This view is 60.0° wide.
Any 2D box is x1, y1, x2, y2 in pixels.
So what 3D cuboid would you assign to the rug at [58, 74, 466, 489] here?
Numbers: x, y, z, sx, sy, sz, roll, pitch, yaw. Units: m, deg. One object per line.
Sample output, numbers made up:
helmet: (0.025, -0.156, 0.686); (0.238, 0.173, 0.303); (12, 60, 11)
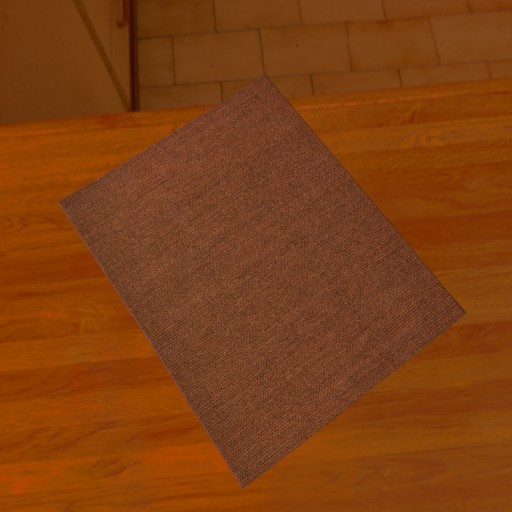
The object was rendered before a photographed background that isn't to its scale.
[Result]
rug: (0.000, 0.000, 4.092); (2.456, 0.021, 3.068); (-35, 78, -9)
